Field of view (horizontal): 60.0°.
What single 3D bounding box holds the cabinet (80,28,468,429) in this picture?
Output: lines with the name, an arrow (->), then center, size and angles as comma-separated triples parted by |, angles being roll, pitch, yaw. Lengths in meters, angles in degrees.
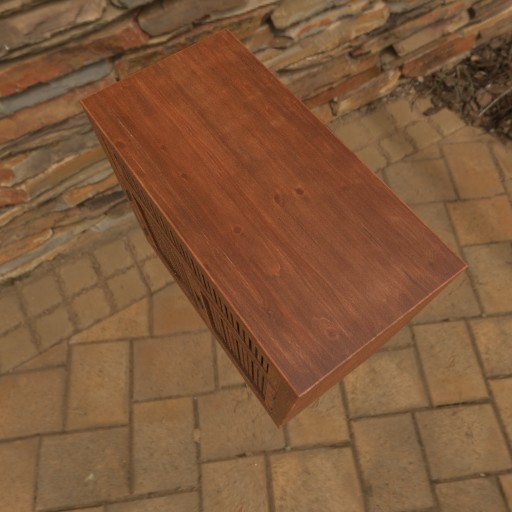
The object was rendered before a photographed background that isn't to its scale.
cabinet -> 0.000, 0.000, 1.265 | 0.412, 0.785, 0.796 | -33, 69, -14
